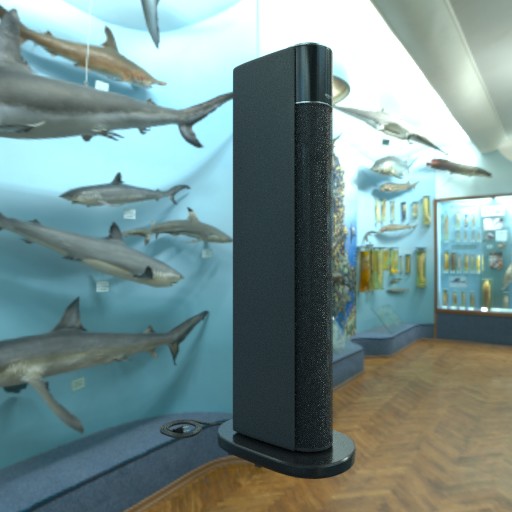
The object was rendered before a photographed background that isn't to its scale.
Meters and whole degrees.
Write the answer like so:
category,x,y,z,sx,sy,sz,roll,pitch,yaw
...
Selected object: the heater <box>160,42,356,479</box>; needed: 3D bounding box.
category,x,y,z,sx,sy,sz,roll,pitch,yaw
heater,0.000,0.000,1.011,0.458,0.856,0.214,0,0,36
